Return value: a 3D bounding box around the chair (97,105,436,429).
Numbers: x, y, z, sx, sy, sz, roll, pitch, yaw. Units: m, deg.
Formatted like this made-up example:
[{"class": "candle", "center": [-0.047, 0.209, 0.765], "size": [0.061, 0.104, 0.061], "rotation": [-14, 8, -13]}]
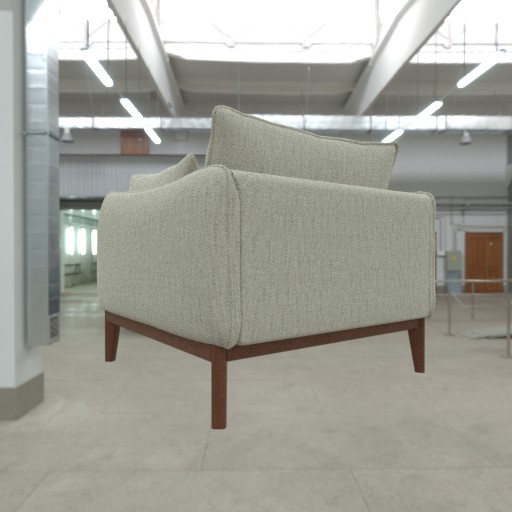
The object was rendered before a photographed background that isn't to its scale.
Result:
[{"class": "chair", "center": [0.000, 0.000, 1.730], "size": [0.994, 0.855, 0.991], "rotation": [0, 1, -36]}]
